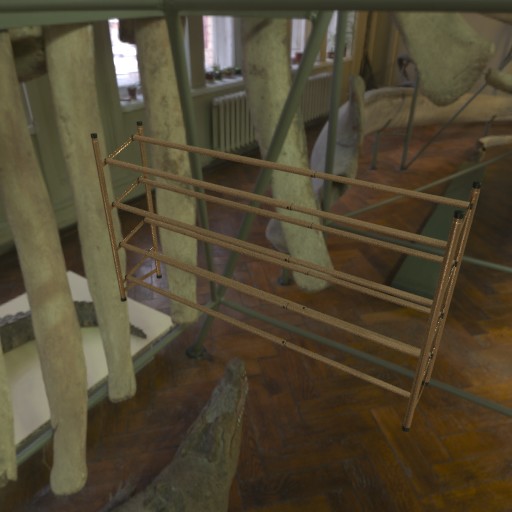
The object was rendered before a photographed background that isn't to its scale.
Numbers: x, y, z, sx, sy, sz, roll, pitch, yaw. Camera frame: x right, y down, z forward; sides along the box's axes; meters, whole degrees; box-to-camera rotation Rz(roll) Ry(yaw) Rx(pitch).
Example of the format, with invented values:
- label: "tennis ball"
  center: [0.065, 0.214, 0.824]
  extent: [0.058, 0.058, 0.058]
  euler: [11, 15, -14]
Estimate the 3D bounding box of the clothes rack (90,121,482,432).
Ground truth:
- label: "clothes rack"
  center: [0.000, 0.000, 1.433]
  extent: [1.168, 0.672, 0.229]
  euler: [18, 34, 28]
